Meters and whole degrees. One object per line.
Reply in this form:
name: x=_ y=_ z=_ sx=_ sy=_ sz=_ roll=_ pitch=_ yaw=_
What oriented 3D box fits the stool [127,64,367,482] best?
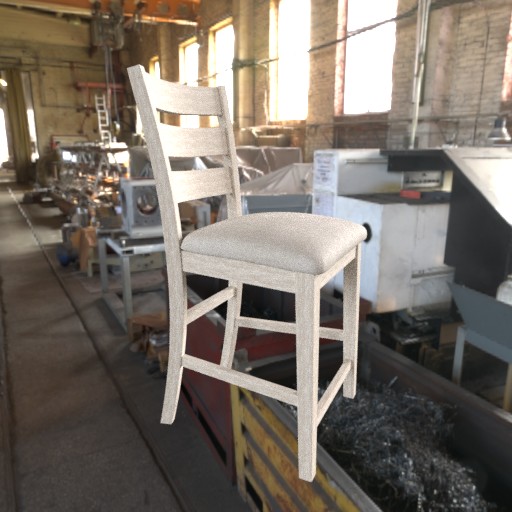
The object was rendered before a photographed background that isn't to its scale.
stool: x=0.000 y=0.000 z=1.326 sx=0.569 sy=1.032 sz=0.484 roll=7 pitch=15 yaw=25
